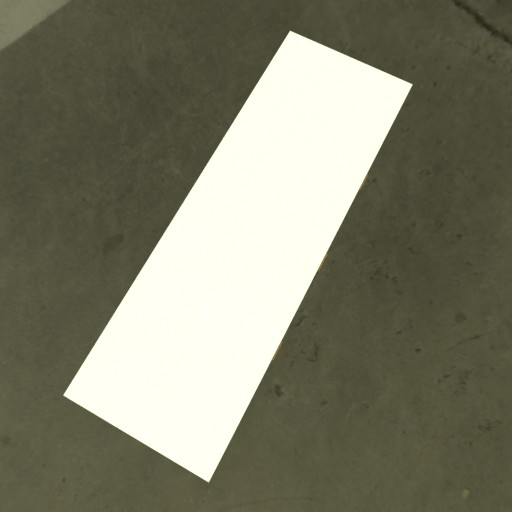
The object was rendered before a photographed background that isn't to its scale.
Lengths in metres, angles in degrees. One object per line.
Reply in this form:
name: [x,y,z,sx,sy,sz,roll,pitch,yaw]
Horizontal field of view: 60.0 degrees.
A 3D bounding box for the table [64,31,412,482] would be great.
table: [0.000,0.000,1.846,0.508,0.769,1.500,27,76,7]
